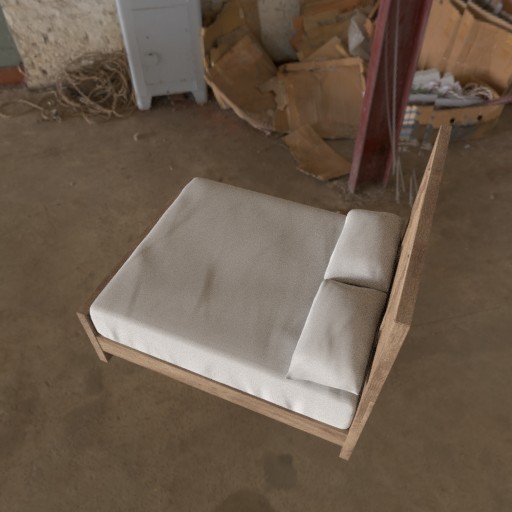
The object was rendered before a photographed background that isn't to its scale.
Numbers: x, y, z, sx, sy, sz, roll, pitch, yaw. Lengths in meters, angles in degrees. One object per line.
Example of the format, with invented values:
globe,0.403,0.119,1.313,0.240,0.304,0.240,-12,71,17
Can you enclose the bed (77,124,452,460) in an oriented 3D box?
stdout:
bed,0.000,0.000,3.149,2.017,1.631,1.615,17,50,15
